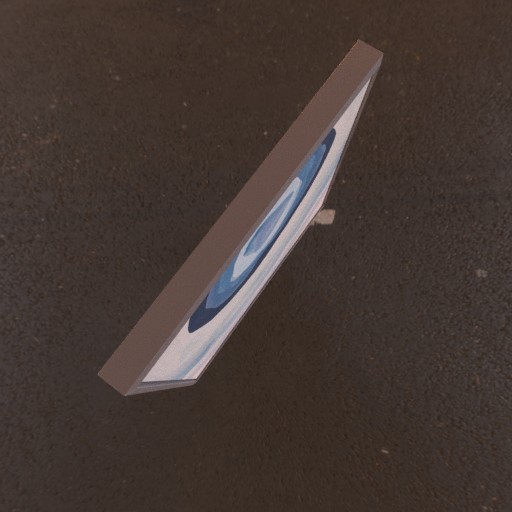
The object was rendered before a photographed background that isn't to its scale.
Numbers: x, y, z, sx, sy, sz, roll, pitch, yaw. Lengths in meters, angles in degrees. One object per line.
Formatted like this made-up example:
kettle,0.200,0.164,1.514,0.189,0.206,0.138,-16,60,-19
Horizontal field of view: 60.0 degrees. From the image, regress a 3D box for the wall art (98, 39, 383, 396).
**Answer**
wall art,0.000,0.000,0.517,0.028,0.349,0.349,35,78,9
